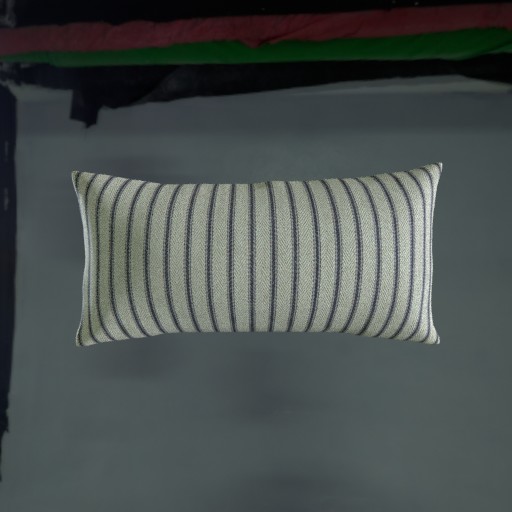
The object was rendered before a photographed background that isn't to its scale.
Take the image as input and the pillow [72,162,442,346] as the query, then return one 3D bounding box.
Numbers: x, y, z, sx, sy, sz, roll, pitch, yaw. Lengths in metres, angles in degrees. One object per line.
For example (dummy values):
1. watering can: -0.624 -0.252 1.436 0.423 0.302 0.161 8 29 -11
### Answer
1. pillow: 0.000 0.000 0.733 0.609 0.305 0.151 0 1 1
